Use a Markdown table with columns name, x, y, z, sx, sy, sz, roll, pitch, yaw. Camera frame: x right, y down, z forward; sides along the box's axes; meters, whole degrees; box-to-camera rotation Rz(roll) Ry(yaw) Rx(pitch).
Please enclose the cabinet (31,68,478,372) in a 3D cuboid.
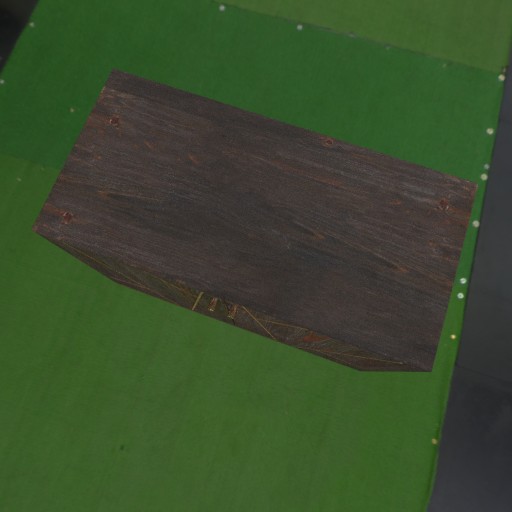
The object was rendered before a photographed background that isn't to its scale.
| name | x | y | z | sx | sy | sz | roll | pitch | yaw |
| --- | --- | --- | --- | --- | --- | --- | --- | --- | --- |
| cabinet | 0.000 | 0.000 | 1.549 | 1.023 | 0.897 | 0.529 | 19 | 76 | 5 |
